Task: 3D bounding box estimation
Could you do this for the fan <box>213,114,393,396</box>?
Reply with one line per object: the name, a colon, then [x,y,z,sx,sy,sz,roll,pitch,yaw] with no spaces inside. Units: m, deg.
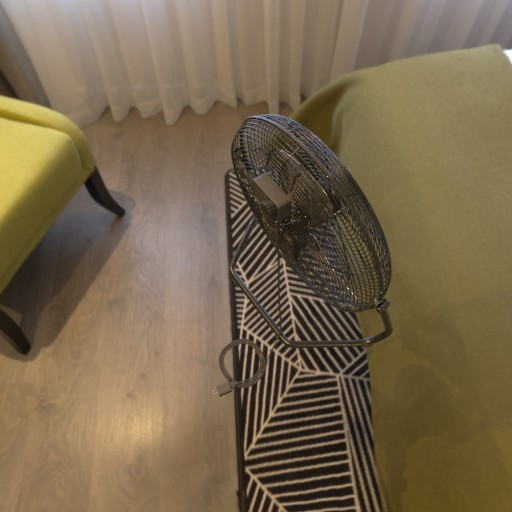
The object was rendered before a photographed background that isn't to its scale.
fan: [0.000,0.000,1.046,0.470,0.605,0.595,-31,64,-17]
